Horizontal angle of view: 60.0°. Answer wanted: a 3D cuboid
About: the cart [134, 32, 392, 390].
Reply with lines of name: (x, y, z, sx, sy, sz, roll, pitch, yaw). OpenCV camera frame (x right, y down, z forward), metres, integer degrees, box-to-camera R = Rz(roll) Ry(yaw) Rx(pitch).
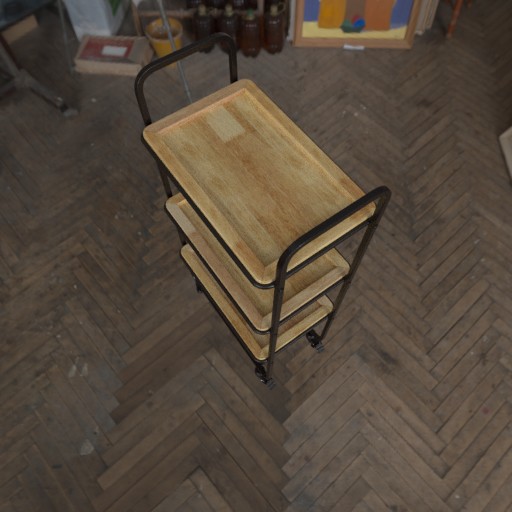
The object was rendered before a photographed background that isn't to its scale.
cart: (0.000, 0.000, 1.322, 0.321, 1.080, 0.545, -32, 67, -16)
